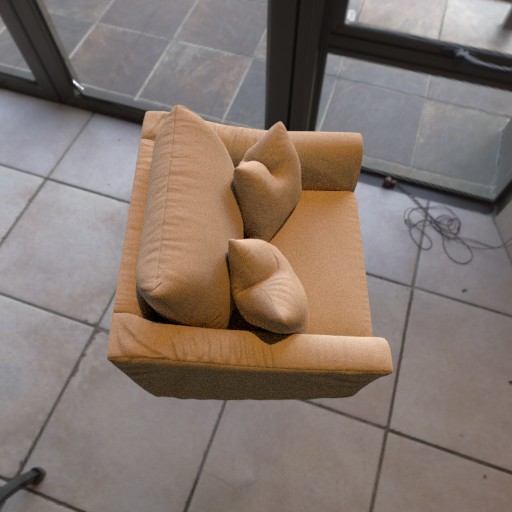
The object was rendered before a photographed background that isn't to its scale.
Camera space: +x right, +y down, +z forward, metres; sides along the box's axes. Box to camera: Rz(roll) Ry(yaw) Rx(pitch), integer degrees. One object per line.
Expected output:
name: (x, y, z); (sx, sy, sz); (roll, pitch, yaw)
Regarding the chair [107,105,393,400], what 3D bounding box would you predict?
chair: (0.000, 0.000, 2.109); (1.071, 1.093, 1.194); (0, 63, 0)
